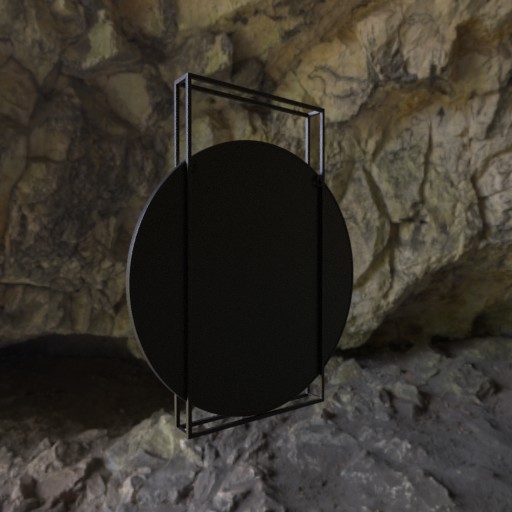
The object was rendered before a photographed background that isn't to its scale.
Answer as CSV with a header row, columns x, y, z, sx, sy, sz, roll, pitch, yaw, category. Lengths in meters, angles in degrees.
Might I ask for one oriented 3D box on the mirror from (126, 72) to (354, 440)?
x,y,z,sx,sy,sz,roll,pitch,yaw,category
0.000,0.000,0.840,0.508,0.603,0.051,0,1,-36,mirror
